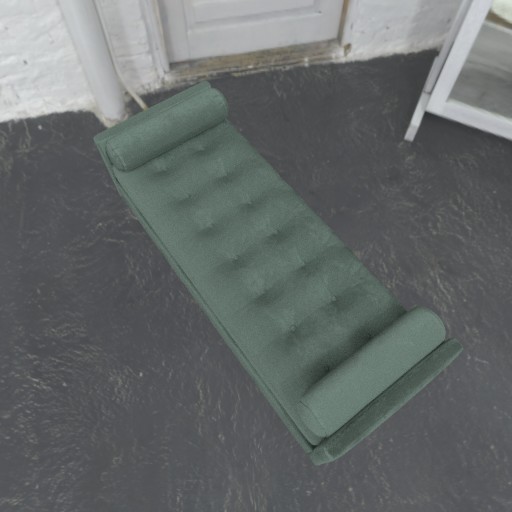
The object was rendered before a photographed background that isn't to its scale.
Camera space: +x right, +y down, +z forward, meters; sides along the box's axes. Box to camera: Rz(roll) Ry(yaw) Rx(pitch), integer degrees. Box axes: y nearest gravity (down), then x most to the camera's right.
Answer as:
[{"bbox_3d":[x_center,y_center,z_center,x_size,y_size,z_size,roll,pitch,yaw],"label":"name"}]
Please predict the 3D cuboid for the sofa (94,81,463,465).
[{"bbox_3d":[0.000,0.000,2.491,0.796,0.705,2.102,-33,67,-16],"label":"sofa"}]
